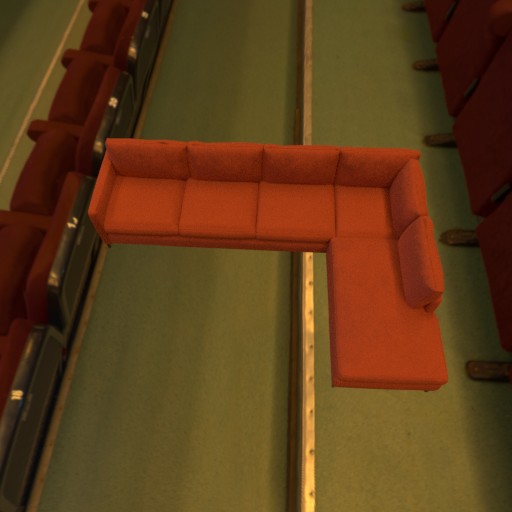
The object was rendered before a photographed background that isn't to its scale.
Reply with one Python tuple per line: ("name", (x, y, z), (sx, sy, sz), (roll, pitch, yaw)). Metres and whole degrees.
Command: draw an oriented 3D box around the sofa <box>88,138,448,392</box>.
("sofa", (0.000, 0.000, 3.503), (2.736, 0.757, 1.879), (3, 60, 1))
